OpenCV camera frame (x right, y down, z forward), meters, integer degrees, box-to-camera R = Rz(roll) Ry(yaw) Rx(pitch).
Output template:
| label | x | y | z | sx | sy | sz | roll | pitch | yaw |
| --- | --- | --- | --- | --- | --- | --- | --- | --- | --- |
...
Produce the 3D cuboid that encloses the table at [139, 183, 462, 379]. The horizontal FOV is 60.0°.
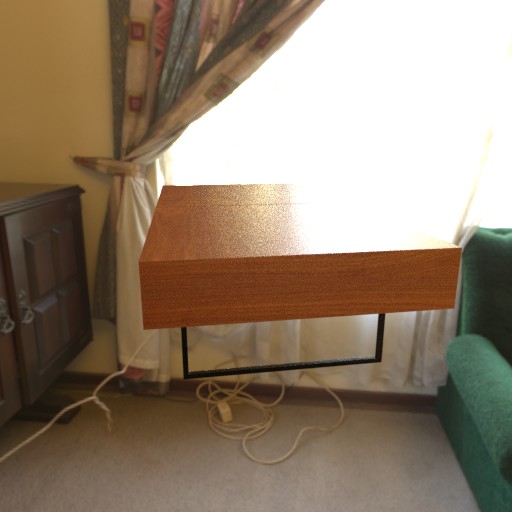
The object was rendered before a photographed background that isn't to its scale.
| label | x | y | z | sx | sy | sz | roll | pitch | yaw |
| --- | --- | --- | --- | --- | --- | --- | --- | --- | --- |
| table | 0.000 | 0.000 | 1.422 | 0.610 | 0.330 | 1.194 | -3 | 16 | -9 |
